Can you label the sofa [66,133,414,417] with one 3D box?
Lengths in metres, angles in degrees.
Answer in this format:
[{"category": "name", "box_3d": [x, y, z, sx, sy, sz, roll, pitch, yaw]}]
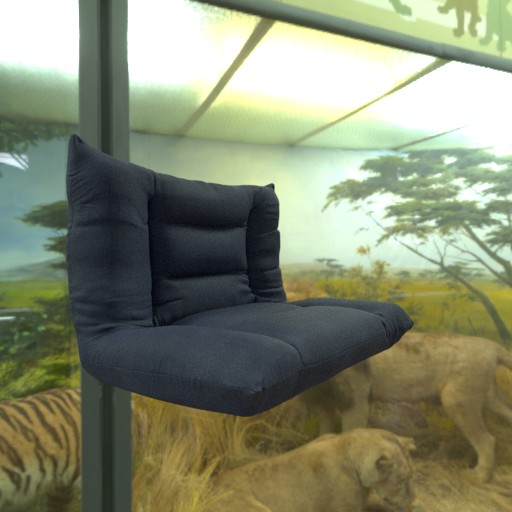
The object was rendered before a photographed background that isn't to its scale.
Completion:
[{"category": "sofa", "box_3d": [0.000, 0.000, 1.654, 0.849, 0.778, 1.122, 1, 2, 37]}]
